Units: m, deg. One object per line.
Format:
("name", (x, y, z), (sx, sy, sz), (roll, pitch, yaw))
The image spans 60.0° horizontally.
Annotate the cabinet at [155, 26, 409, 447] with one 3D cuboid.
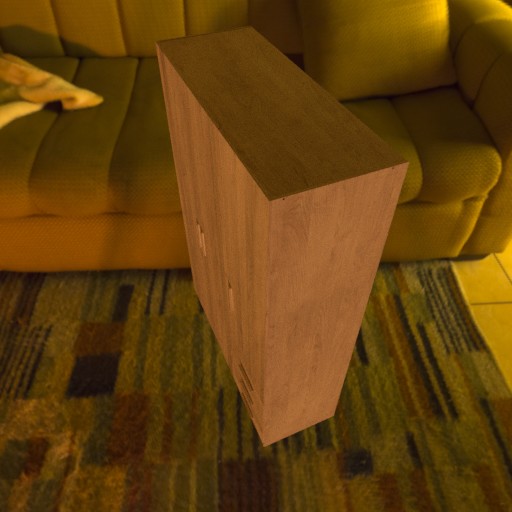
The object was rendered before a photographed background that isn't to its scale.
("cabinet", (0.000, 0.000, 2.450), (0.510, 1.910, 1.290), (-18, 49, -16))
